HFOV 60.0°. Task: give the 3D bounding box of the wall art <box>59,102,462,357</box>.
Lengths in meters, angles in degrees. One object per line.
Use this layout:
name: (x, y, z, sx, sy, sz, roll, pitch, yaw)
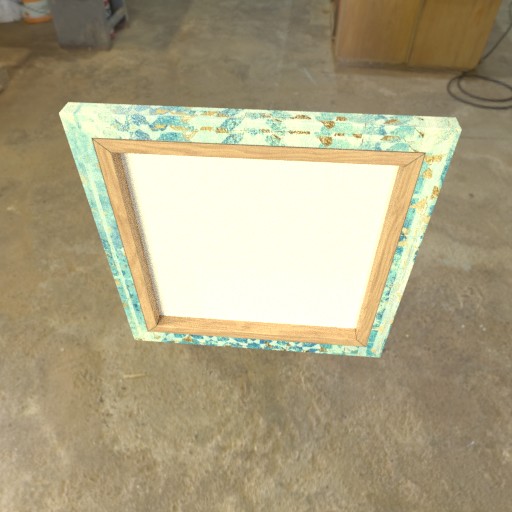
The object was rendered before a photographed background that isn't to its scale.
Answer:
wall art: (0.000, 0.000, 0.894, 0.609, 0.609, 0.040, 4, 45, 4)
